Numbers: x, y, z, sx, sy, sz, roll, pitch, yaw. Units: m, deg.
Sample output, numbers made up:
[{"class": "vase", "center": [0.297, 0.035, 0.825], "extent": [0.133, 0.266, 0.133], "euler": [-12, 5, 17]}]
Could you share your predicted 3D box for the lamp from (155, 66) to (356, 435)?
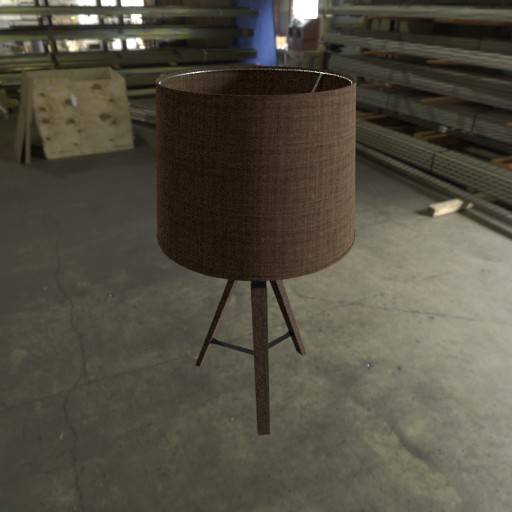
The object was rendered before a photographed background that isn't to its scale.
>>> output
[{"class": "lamp", "center": [0.000, 0.000, 0.683], "extent": [0.290, 0.514, 0.290], "euler": [0, 30, 0]}]
